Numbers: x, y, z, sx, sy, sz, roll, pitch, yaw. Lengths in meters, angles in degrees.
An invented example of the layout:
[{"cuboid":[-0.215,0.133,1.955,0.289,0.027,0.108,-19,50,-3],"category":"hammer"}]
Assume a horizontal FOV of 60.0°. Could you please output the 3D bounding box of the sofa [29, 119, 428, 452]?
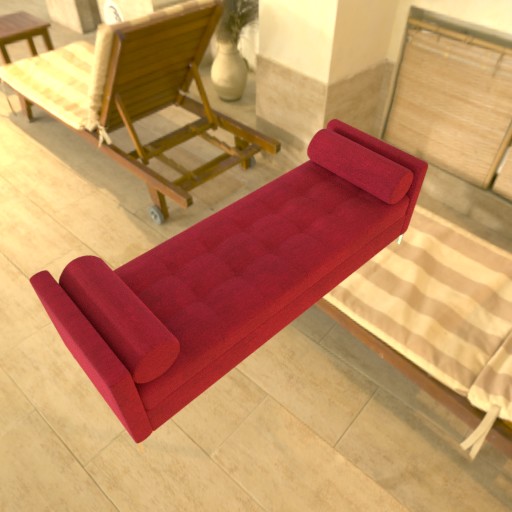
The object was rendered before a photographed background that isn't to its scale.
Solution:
[{"cuboid":[0.000,0.000,2.362,1.981,0.635,0.686,-33,54,-28],"category":"sofa"}]
